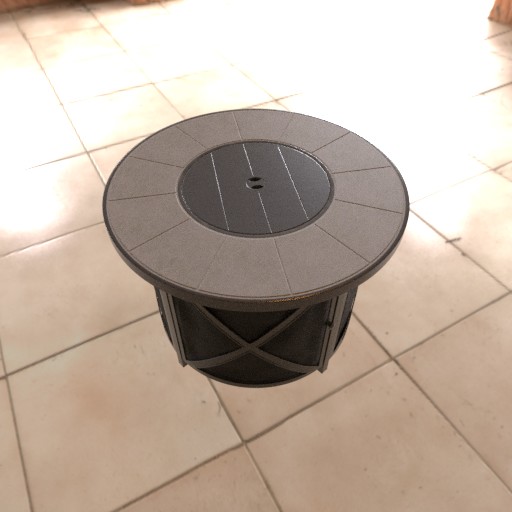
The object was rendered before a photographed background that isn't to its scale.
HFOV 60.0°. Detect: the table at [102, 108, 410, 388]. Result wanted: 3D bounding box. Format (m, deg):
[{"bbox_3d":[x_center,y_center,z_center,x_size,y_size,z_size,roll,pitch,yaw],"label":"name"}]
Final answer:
[{"bbox_3d":[0.000,0.000,1.591,0.914,0.650,0.914,0,47,0],"label":"table"}]
